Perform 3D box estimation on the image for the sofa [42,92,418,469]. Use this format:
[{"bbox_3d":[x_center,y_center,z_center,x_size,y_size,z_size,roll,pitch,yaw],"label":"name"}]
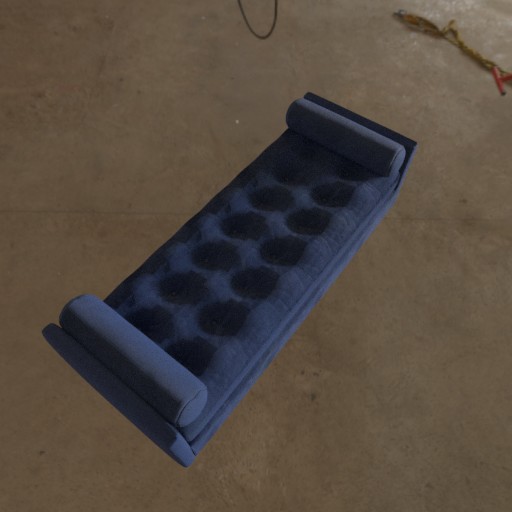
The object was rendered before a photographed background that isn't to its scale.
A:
[{"bbox_3d":[0.000,0.000,2.480,0.796,0.705,2.102,33,63,19],"label":"sofa"}]
